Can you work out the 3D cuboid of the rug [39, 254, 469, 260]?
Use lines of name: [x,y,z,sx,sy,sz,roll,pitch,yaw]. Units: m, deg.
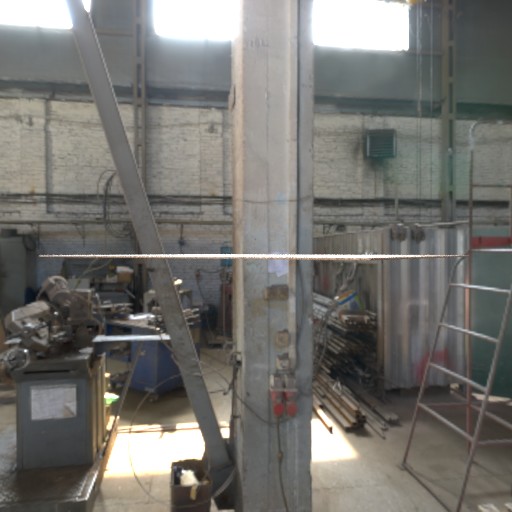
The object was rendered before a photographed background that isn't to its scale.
rug: [0.000,0.000,4.144,3.205,0.013,2.448,0,1,36]
